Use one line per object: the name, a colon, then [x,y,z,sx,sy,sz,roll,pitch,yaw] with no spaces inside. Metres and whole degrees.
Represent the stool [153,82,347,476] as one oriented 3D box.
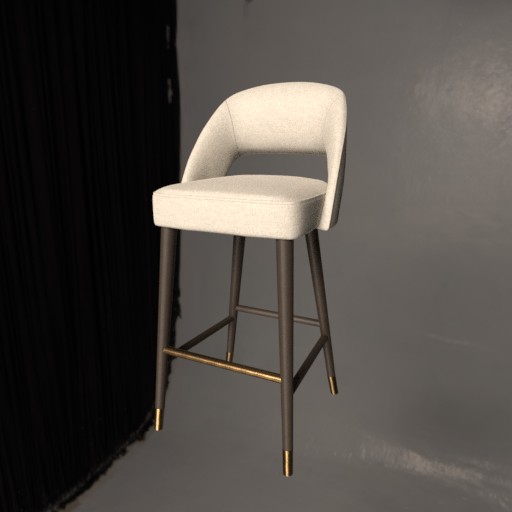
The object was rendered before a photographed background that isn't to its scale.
stool: [0.000,0.000,1.347,0.494,1.037,0.509,7,17,25]
